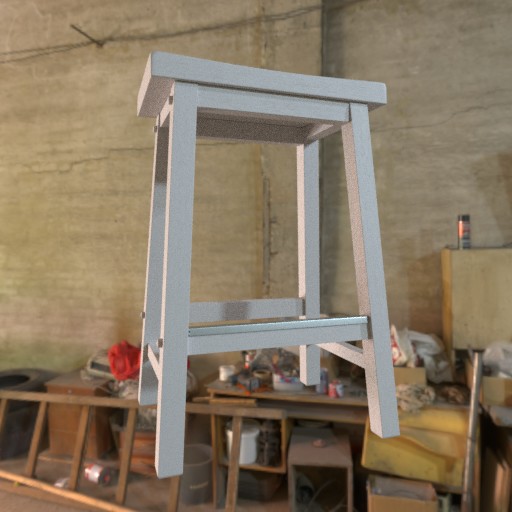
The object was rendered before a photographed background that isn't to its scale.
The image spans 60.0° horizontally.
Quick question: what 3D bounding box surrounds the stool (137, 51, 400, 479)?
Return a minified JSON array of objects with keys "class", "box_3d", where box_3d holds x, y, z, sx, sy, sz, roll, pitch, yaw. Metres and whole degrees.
[{"class":"stool","box_3d":[0.000,0.000,0.827,0.406,0.610,0.322,-1,2,-20]}]
